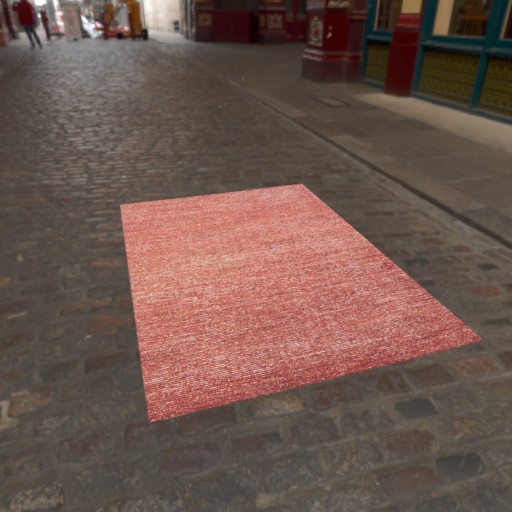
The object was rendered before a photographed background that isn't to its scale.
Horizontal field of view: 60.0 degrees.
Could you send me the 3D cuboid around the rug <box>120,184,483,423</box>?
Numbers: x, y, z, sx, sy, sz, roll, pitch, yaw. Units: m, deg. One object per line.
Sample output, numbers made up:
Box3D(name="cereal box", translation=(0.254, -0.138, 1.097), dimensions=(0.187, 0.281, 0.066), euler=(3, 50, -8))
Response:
Box3D(name="rug", translation=(0.000, 0.000, 5.039), dimensions=(2.803, 0.025, 3.965), euler=(-9, 31, -15))
